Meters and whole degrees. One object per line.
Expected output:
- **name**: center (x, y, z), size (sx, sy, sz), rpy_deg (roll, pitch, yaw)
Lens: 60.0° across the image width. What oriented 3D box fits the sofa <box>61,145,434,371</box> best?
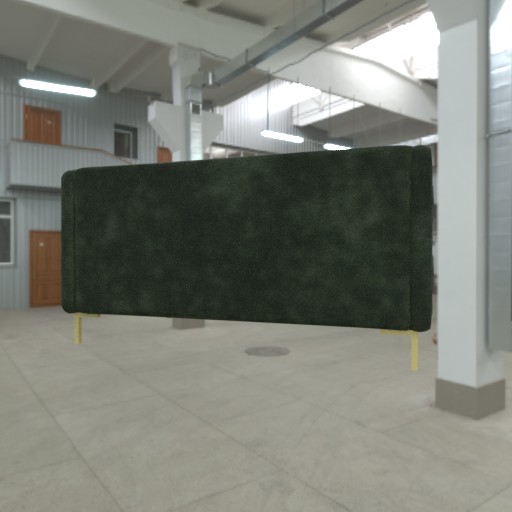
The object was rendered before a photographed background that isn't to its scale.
- **sofa**: center (0.000, 0.000, 2.103), size (1.537, 0.768, 0.895), rpy_deg (0, 0, 19)
